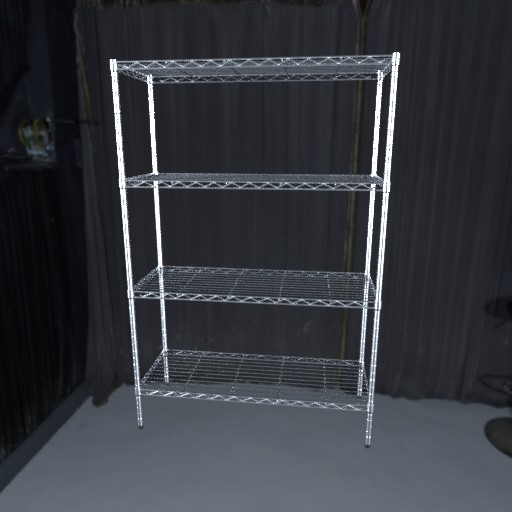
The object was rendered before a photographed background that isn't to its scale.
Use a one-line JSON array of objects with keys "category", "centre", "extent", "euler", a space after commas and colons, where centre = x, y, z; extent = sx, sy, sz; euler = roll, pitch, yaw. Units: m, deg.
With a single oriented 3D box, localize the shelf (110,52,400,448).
[{"category": "shelf", "centre": [0.000, 0.000, 1.699], "extent": [0.907, 1.360, 0.352], "euler": [2, 15, 7]}]
